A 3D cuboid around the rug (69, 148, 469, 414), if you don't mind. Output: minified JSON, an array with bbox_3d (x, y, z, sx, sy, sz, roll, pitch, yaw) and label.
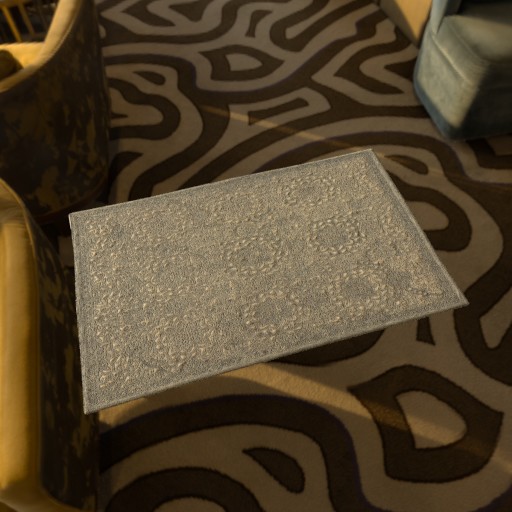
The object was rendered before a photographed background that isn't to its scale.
[{"bbox_3d":[0.000,0.000,3.133,2.498,0.022,1.535,-14,58,-9],"label":"rug"}]
